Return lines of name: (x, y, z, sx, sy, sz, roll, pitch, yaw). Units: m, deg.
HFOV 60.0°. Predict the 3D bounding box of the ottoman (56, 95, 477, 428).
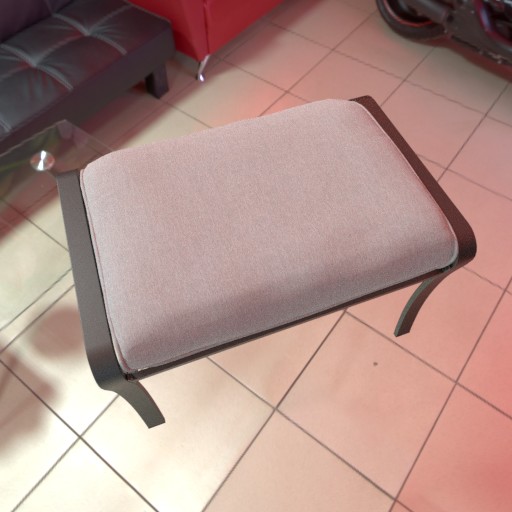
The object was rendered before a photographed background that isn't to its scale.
ottoman: (0.000, 0.000, 0.879, 0.610, 0.422, 0.406, -17, 60, -10)
